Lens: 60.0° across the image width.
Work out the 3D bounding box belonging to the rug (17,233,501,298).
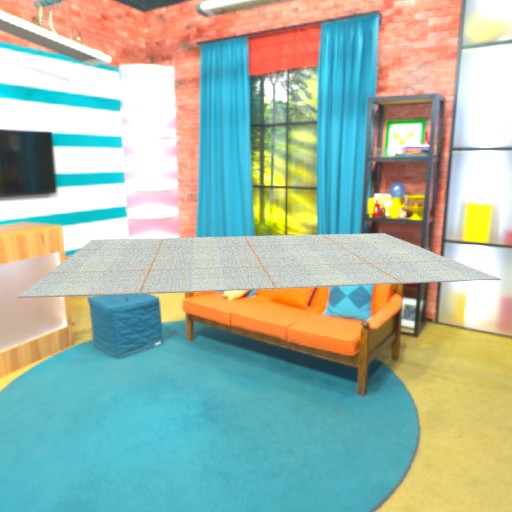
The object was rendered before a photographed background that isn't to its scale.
[{"bbox_3d":[0.000,0.000,2.951,2.442,0.016,1.527,-2,12,-7],"label":"rug"}]
